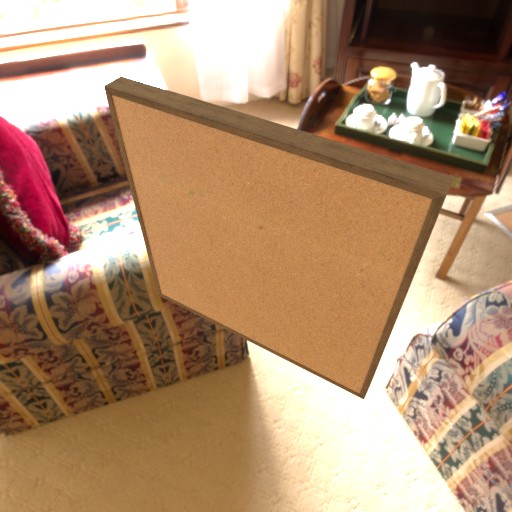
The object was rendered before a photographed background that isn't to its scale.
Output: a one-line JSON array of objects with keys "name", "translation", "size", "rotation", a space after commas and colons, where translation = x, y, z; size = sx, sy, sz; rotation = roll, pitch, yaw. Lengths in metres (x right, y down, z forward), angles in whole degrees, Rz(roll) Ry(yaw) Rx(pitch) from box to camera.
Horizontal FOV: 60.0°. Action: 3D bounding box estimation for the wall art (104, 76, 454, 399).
[{"name": "wall art", "translation": [0.000, 0.000, 0.774], "size": [0.508, 0.508, 0.038], "rotation": [23, 51, 20]}]
